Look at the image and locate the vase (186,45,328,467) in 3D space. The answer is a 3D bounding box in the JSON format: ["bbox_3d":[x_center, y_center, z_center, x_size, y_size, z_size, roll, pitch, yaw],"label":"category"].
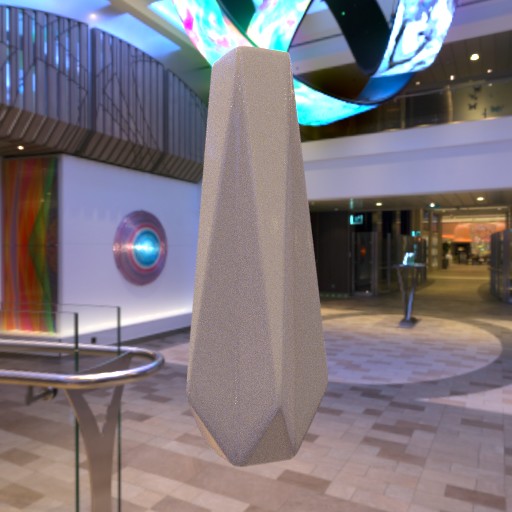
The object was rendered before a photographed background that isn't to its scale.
[{"bbox_3d":[0.000,0.000,0.375,0.122,0.329,0.116,0,1,-17],"label":"vase"}]
